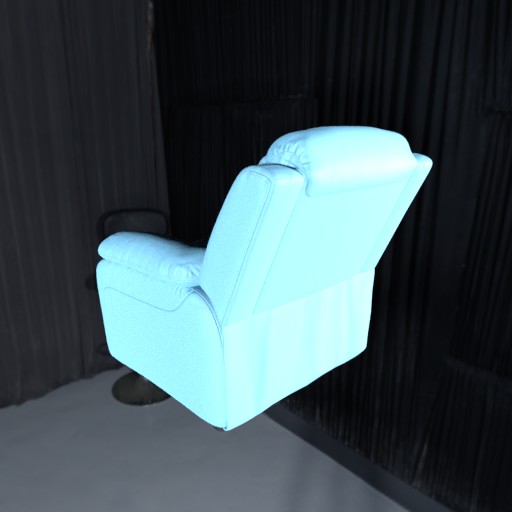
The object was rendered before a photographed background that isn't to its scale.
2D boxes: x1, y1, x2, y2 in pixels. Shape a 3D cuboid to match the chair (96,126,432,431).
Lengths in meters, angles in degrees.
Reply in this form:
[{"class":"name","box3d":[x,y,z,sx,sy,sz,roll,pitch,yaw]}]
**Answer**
[{"class":"chair","box3d":[0.000,0.000,1.247,0.680,0.702,0.709,-15,22,-41]}]
